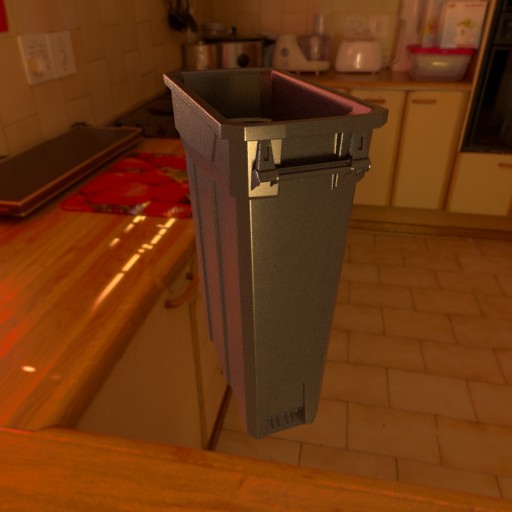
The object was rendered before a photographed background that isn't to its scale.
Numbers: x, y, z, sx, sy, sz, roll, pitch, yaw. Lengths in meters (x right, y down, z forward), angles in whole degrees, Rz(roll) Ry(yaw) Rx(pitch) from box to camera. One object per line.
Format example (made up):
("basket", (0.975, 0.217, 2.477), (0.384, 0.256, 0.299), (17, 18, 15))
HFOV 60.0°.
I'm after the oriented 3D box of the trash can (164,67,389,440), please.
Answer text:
("trash can", (0.000, 0.000, 1.059), (0.281, 0.762, 0.559), (-10, 32, -17))
